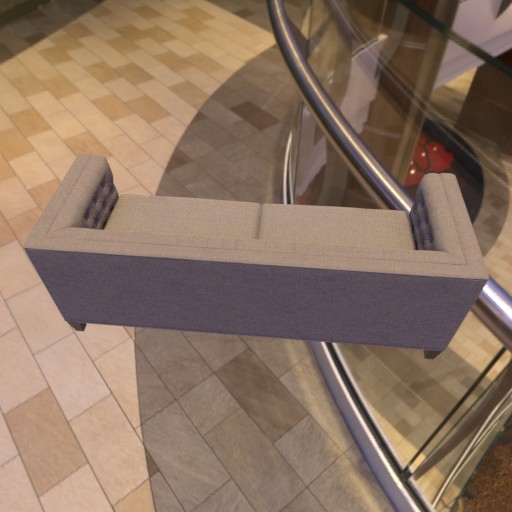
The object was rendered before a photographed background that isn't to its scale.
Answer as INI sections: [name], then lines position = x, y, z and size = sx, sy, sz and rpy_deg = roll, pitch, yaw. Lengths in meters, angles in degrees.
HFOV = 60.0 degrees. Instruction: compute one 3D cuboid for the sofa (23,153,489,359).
[sofa]
position = 0.000, 0.000, 2.561
size = 2.159, 0.762, 0.775
rpy_deg = 4, 48, 3
